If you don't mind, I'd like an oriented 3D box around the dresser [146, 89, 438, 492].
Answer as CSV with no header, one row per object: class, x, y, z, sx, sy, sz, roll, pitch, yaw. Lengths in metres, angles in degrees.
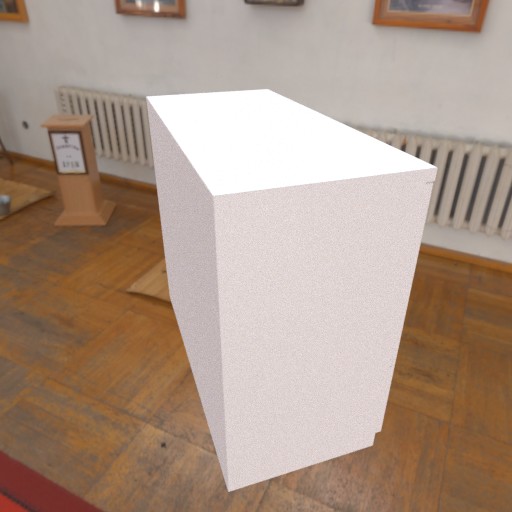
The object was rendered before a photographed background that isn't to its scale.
dresser,0.000,0.000,1.246,0.420,0.740,0.830,-10,31,-16
